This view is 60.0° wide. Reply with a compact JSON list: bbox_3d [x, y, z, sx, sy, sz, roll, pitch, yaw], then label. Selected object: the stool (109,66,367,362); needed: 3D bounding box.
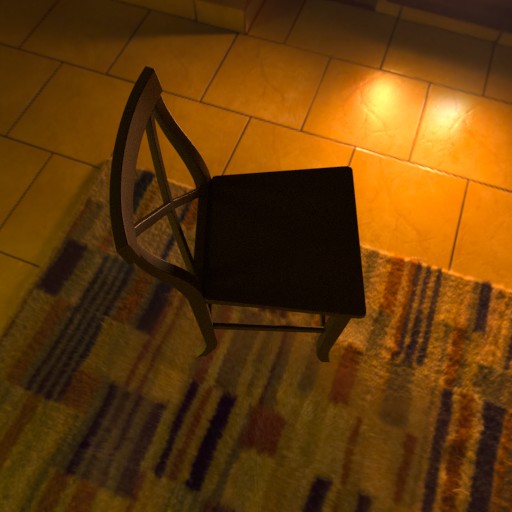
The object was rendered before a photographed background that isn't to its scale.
[{"bbox_3d":[0.000,0.000,1.309,0.559,0.989,0.452,1,65,0],"label":"stool"}]
